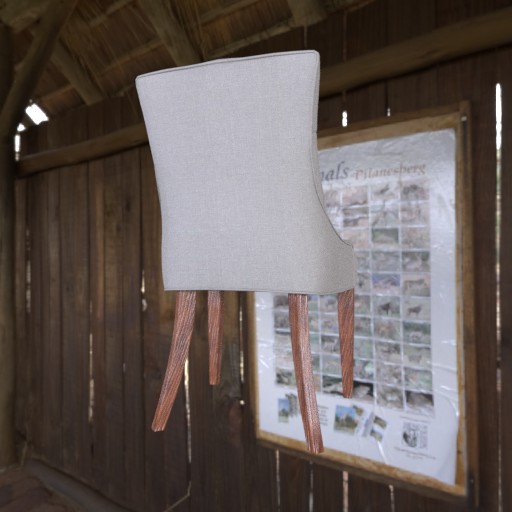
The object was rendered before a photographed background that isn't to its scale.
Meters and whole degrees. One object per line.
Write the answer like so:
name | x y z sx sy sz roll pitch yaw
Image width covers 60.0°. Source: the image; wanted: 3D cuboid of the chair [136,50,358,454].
chair | 0.000 0.000 1.225 0.509 0.874 0.565 0 0 18
